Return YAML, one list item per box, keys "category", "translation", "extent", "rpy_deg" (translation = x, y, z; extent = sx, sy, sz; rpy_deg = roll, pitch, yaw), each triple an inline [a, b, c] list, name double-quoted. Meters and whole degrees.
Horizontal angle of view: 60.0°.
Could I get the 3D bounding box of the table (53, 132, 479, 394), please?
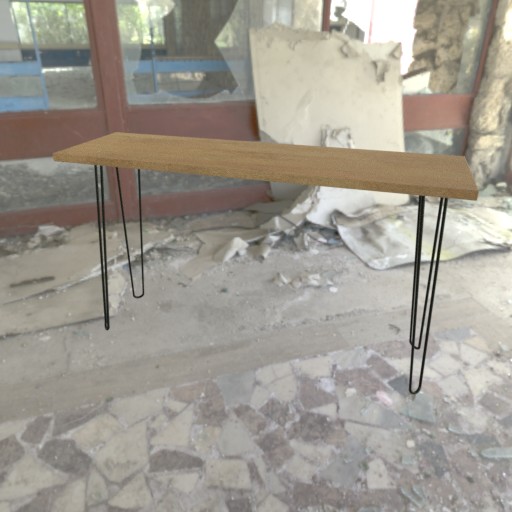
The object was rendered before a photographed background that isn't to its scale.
- category: "table"
  translation: [0.000, 0.000, 1.742]
  extent: [1.400, 0.799, 0.399]
  rpy_deg: [8, 28, 16]
